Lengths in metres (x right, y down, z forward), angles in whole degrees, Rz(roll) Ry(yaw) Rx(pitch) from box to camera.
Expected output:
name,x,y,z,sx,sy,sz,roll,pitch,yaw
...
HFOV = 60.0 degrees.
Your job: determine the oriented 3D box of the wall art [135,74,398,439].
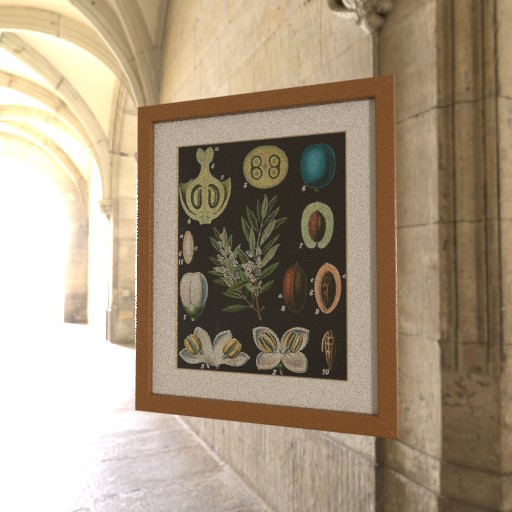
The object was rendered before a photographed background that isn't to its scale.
name,x,y,z,sx,sy,sz,roll,pitch,yaw
wall art,0.000,0.000,0.743,0.449,0.550,0.021,-1,-2,18
